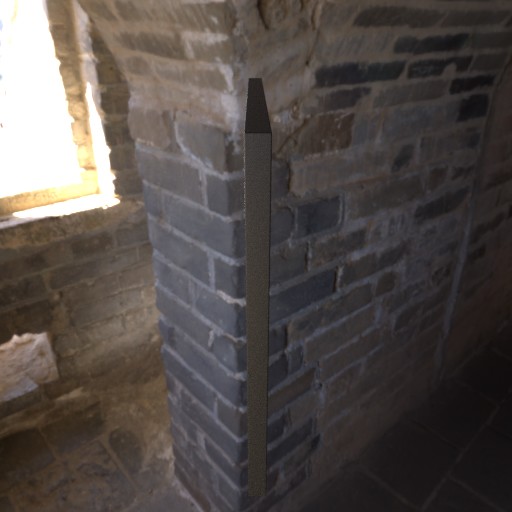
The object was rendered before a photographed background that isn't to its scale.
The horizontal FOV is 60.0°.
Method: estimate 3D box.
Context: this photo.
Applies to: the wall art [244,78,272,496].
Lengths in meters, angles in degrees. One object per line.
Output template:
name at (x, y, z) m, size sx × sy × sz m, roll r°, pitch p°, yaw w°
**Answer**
wall art at (0.000, 0.000, 1.114) m, size 0.038 × 0.765 × 0.765 m, roll 0°, pitch 27°, yaw 0°
